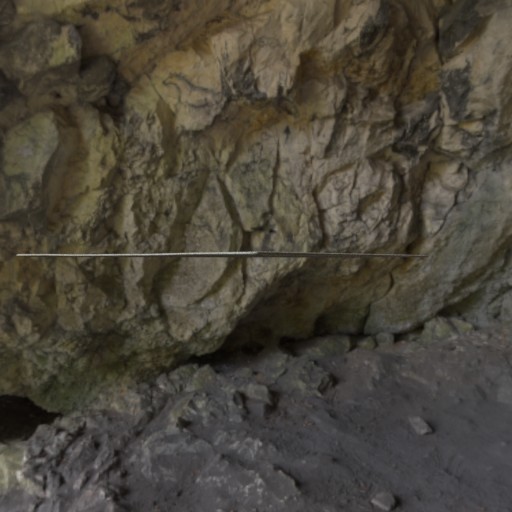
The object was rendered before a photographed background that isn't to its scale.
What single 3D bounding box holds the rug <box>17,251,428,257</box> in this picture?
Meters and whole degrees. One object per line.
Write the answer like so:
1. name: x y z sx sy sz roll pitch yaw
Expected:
1. rug: 0.000 0.000 2.885 1.606 0.017 2.270 0 0 35
